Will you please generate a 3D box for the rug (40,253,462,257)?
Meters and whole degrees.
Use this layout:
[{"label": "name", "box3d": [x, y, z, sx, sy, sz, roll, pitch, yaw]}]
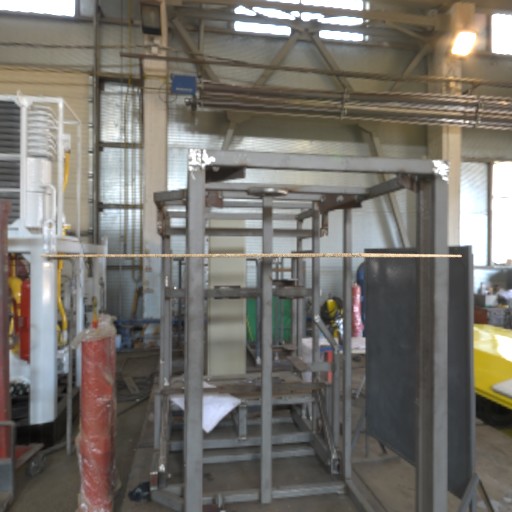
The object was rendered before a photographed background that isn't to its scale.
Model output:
[{"label": "rug", "box3d": [0.000, 0.000, 4.079, 3.039, 0.019, 2.420, 0, 0, 36]}]
